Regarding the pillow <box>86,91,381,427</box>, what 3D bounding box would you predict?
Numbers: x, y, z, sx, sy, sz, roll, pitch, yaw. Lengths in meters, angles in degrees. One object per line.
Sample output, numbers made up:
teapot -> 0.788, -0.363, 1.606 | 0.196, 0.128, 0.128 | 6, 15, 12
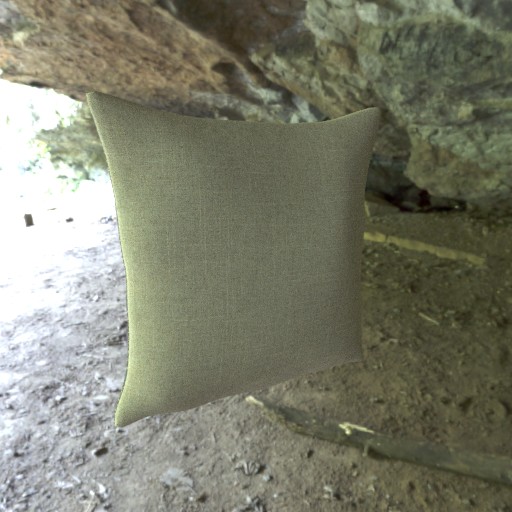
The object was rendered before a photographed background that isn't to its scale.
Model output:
pillow -> 0.000, 0.000, 0.647 | 0.435, 0.432, 0.138 | -7, 15, -27
